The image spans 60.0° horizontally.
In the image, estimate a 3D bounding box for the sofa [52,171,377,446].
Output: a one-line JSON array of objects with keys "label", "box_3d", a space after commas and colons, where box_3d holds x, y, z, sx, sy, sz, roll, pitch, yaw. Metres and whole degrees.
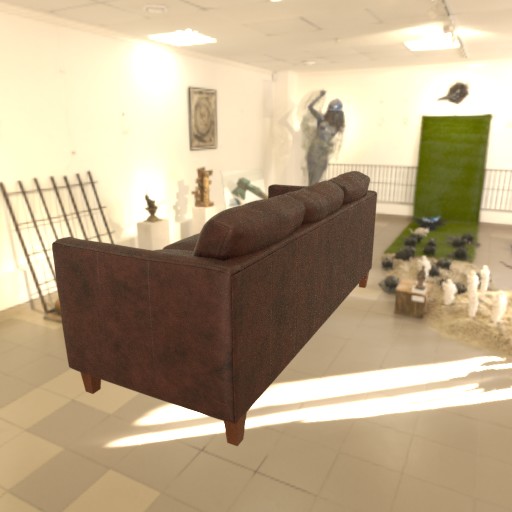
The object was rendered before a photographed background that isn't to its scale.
[{"label": "sofa", "box_3d": [0.000, 0.000, 2.979, 1.045, 1.006, 2.464, 8, 18, 26]}]
